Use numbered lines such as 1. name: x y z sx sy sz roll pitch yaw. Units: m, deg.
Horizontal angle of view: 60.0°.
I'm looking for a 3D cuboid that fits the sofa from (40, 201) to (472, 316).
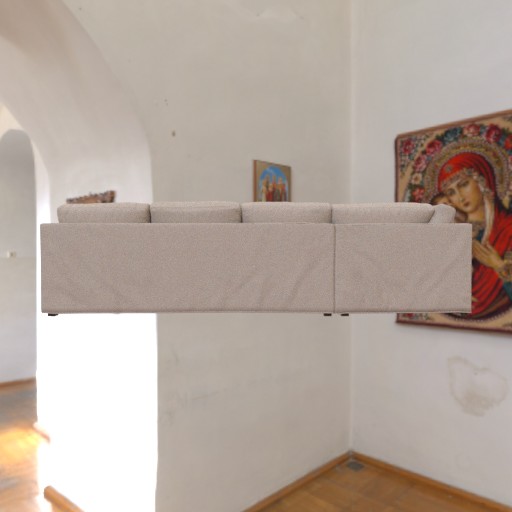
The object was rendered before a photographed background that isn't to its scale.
1. sofa: 0.000 0.000 4.439 3.182 0.871 2.432 0 1 0
